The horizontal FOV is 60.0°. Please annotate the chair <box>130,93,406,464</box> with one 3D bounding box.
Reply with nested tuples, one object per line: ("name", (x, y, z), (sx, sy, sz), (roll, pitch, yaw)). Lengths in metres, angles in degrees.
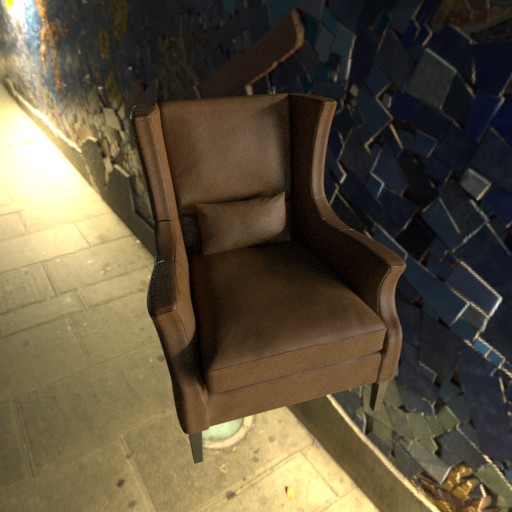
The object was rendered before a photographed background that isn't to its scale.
("chair", (0.000, 0.000, 1.673), (0.852, 1.016, 0.925), (-10, 33, -15))
